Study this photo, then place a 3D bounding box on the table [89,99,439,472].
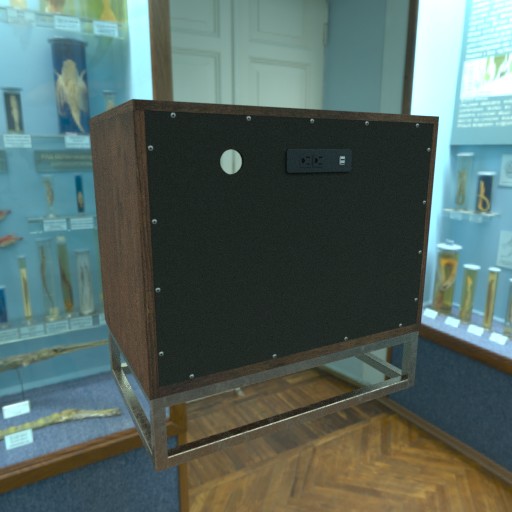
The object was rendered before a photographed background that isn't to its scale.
[{"bbox_3d":[0.000,0.000,1.248,0.767,0.746,0.542,-7,15,-28],"label":"table"}]
